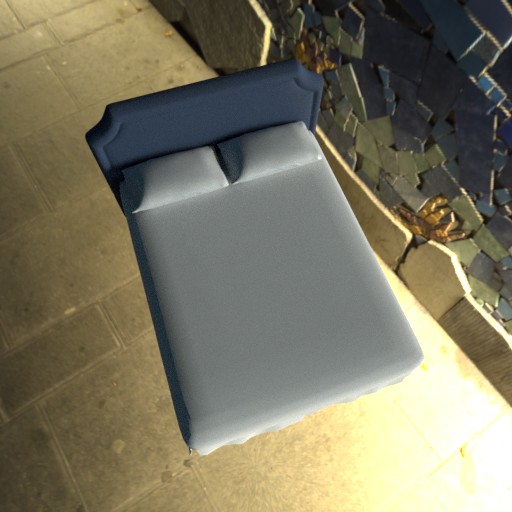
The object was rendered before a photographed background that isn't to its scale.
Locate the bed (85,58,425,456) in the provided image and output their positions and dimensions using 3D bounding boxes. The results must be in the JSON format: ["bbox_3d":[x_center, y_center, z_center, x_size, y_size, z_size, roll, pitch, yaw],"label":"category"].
[{"bbox_3d":[0.000,0.000,3.209,1.831,1.297,2.260,-17,66,-8],"label":"bed"}]
